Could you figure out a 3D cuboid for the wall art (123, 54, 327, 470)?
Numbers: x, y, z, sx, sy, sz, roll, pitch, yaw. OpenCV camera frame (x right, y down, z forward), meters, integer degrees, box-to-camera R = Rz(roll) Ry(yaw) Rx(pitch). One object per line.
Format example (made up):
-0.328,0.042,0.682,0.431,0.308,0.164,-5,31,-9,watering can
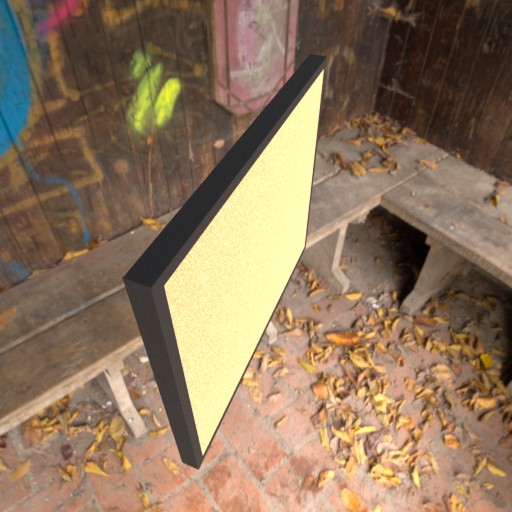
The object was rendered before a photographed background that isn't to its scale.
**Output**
0.000,0.000,0.737,0.030,0.454,0.554,17,48,16,wall art
